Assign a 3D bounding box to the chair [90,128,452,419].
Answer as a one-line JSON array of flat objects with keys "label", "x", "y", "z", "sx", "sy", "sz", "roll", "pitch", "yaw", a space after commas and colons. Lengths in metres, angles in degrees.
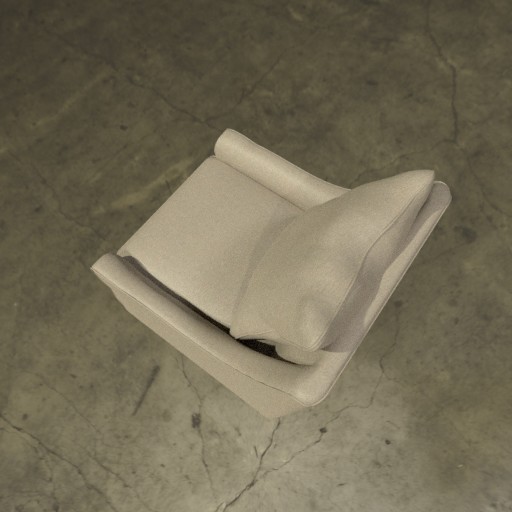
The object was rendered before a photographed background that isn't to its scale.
[{"label": "chair", "x": 0.000, "y": 0.000, "z": 1.551, "sx": 0.876, "sy": 0.942, "sz": 0.760, "roll": 33, "pitch": 69, "yaw": 15}]
